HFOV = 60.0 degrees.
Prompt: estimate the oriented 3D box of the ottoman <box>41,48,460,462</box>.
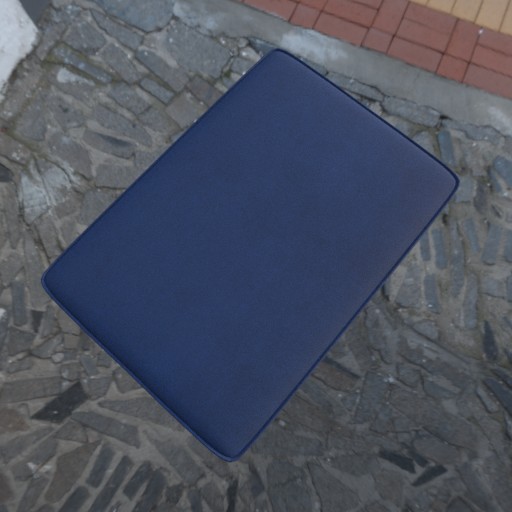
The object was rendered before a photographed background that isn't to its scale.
[{"bbox_3d":[0.000,0.000,1.398,0.686,0.584,0.965,40,78,10],"label":"ottoman"}]
